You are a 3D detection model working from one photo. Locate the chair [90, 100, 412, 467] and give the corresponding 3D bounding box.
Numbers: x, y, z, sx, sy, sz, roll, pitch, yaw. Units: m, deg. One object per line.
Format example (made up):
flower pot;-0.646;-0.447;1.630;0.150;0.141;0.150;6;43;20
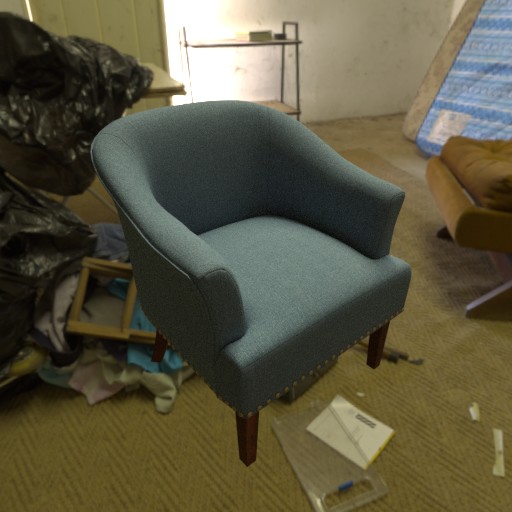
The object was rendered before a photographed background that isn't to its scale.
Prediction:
chair;0.000;0.000;1.371;0.772;0.815;0.704;-23;37;-35
